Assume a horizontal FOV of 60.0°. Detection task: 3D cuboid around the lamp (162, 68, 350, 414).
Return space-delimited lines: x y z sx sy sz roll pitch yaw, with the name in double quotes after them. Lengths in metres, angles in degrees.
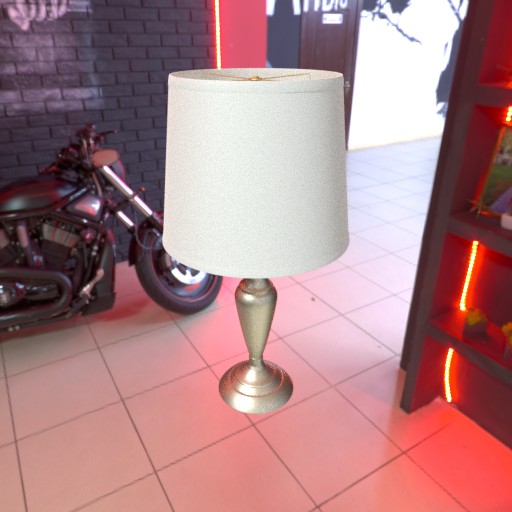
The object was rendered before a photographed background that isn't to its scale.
0.000 0.000 0.811 0.328 0.619 0.328 0 26 0 "lamp"
